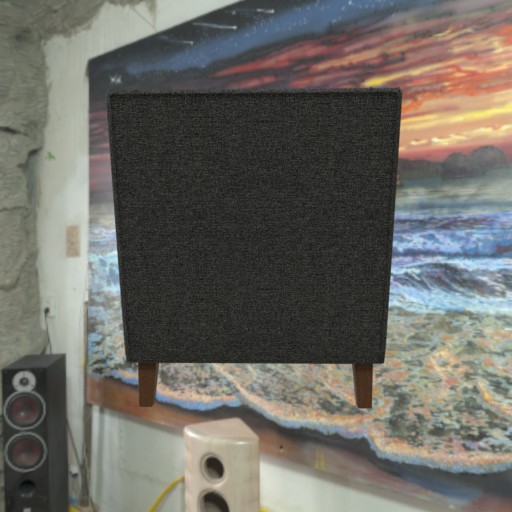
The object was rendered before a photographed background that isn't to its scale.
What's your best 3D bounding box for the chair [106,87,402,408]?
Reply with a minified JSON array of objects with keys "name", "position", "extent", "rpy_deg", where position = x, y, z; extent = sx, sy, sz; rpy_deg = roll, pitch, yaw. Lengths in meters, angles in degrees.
[{"name":"chair","position":[0.000,0.000,1.844],"extent":[0.942,1.082,0.927],"rpy_deg":[0,1,1]}]
